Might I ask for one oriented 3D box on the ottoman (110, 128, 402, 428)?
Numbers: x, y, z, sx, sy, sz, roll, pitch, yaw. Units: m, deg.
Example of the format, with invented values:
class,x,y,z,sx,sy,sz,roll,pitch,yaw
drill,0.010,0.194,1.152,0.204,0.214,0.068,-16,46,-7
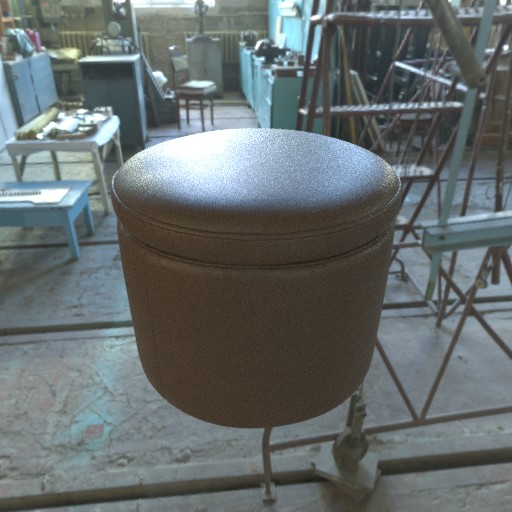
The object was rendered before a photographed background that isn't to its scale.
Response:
class,x,y,z,sx,sy,sz,roll,pitch,yaw
ottoman,0.000,0.000,0.865,0.500,0.409,0.500,0,30,0
